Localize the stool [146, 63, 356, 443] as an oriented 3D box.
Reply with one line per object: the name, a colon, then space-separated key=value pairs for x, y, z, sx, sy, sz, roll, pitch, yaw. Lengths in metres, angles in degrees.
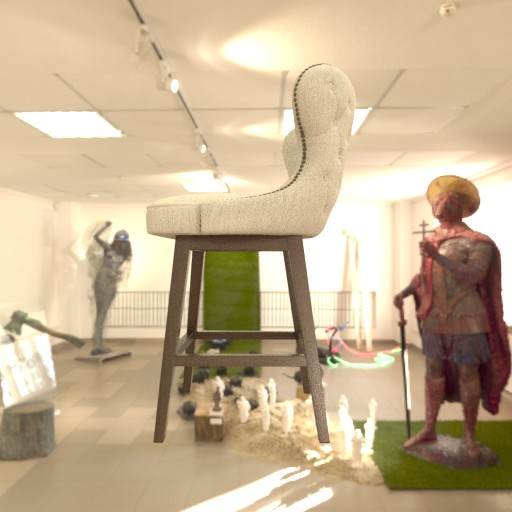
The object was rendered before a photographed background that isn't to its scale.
stool: x=0.000 y=0.000 z=1.375 sx=0.597 sy=0.972 sz=0.615 roll=0 pitch=0 yaw=1
